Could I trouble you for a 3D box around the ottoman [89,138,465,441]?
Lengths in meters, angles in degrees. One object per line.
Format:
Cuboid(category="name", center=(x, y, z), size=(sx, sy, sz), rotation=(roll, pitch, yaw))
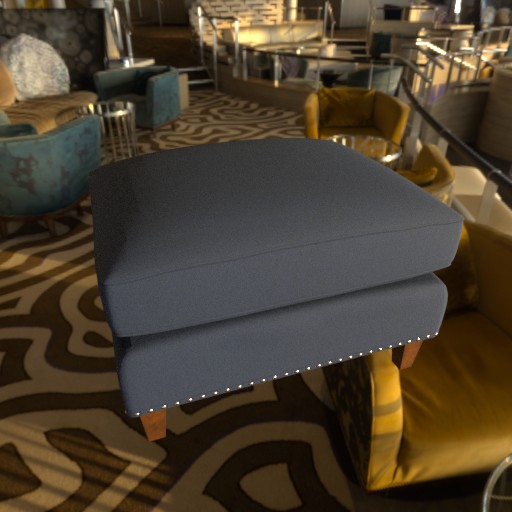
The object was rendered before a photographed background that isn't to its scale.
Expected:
Cuboid(category="ottoman", center=(0.000, 0.000, 1.128), size=(0.741, 0.513, 0.584), rotation=(-10, 32, -17))
